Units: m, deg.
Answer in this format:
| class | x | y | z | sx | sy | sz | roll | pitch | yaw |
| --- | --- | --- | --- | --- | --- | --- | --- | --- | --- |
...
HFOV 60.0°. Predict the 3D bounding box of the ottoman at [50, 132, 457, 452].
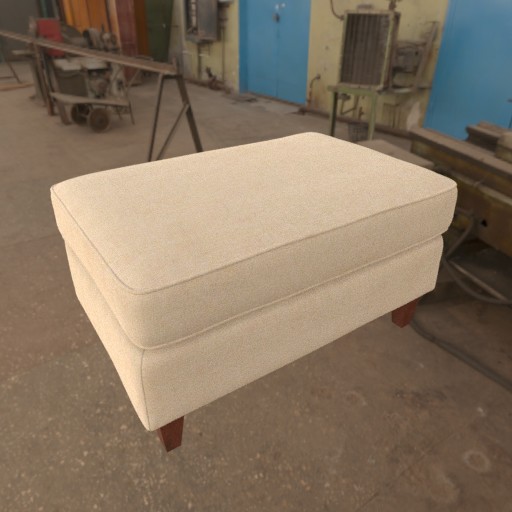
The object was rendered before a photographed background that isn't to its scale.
| class | x | y | z | sx | sy | sz | roll | pitch | yaw |
| --- | --- | --- | --- | --- | --- | --- | --- | --- | --- |
| ottoman | 0.000 | 0.000 | 1.181 | 0.862 | 0.484 | 0.583 | -19 | 35 | -29 |
